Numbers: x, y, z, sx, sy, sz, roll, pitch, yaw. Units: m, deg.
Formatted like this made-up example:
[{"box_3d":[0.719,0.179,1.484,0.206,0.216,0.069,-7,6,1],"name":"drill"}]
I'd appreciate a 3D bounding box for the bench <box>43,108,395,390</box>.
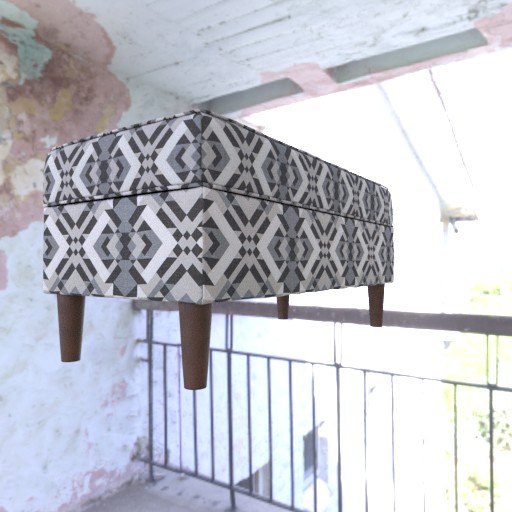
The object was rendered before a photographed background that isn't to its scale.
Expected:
[{"box_3d":[0.000,0.000,1.264,0.492,0.477,1.016,-1,-1,35],"name":"bench"}]
